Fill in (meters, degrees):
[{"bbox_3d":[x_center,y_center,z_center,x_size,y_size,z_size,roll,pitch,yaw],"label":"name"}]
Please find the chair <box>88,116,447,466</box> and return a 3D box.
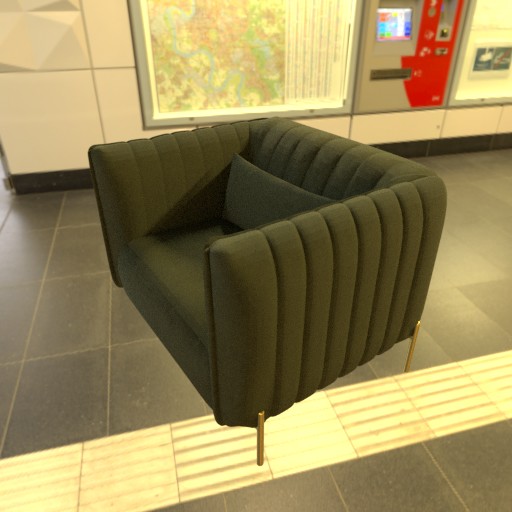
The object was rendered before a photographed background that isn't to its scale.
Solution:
[{"bbox_3d":[0.000,0.000,1.676,0.877,0.794,1.032,-20,36,-29],"label":"chair"}]
